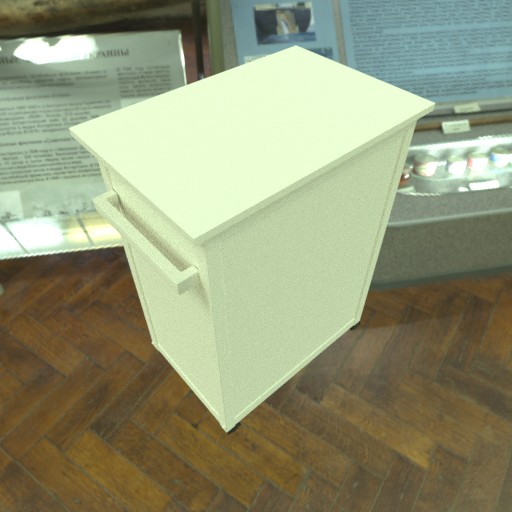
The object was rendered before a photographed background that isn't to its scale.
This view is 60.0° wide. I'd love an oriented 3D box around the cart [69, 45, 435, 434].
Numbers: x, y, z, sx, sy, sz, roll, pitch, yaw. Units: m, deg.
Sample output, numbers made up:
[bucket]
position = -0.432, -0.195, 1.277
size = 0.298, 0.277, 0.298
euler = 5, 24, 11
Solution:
[cart]
position = 0.000, 0.000, 1.263
size = 0.683, 0.864, 0.442
euler = -32, 54, -27
